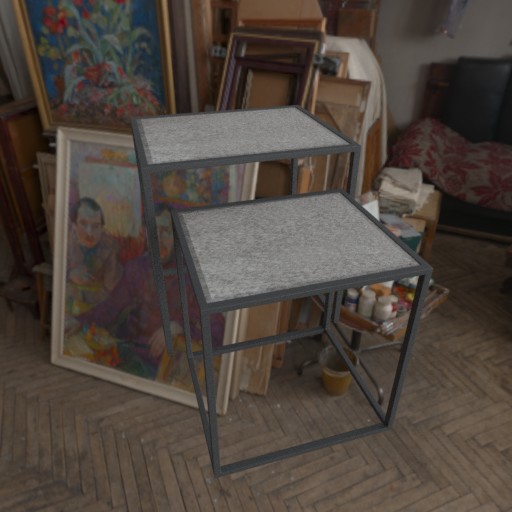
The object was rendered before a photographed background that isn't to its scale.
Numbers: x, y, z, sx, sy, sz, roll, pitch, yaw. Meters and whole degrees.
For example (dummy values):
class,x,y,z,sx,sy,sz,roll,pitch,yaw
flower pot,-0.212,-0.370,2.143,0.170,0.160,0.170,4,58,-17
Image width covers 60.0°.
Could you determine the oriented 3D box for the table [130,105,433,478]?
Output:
class,x,y,z,sx,sy,sz,roll,pitch,yaw
table,0.000,0.000,1.136,0.508,0.540,0.788,-9,33,-14
